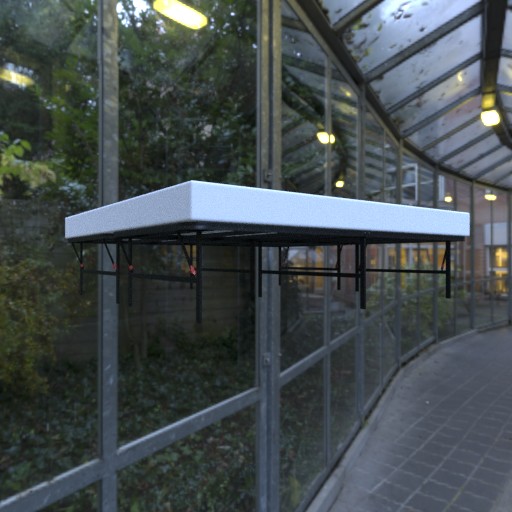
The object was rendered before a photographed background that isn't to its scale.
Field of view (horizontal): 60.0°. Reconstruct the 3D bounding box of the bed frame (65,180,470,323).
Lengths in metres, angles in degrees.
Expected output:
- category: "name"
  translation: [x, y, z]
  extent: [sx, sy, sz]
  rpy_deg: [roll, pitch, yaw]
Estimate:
- category: "bed frame"
  translation: [0.000, 0.000, 3.053]
  extent: [2.032, 0.559, 1.930]
  rpy_deg: [0, 0, -36]
